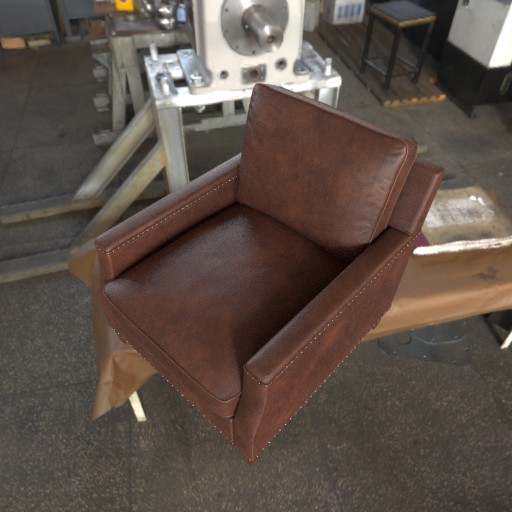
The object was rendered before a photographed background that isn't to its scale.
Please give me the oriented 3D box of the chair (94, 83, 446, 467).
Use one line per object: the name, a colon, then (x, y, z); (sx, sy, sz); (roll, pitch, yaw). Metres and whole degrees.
chair: (0.000, 0.000, 1.687); (0.853, 0.929, 1.014); (33, 54, 29)
